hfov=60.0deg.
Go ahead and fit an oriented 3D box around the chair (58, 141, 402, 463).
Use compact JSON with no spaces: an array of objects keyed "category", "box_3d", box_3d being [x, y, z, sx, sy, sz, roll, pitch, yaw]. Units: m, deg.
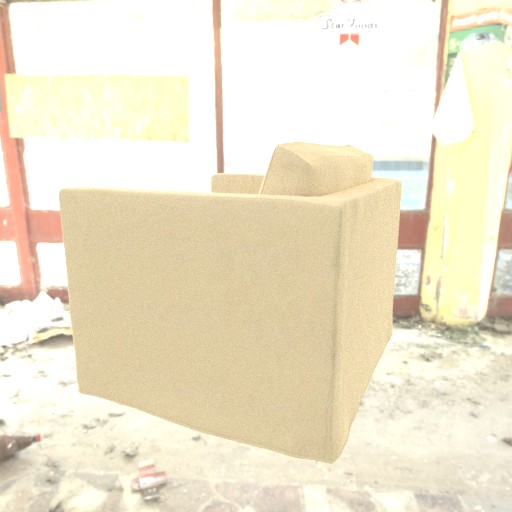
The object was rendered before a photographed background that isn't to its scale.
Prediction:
[{"category":"chair","box_3d":[0.000,0.000,1.718,0.947,0.851,1.057,6,15,25]}]
